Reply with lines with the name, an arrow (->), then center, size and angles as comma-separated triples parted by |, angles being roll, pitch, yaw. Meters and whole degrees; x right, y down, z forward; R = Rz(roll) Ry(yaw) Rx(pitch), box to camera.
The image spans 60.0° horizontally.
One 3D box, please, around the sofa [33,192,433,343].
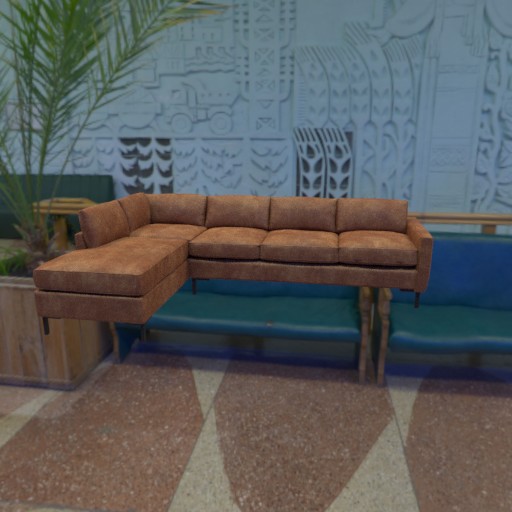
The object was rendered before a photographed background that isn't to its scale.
sofa -> 0.000, 0.000, 3.877 | 2.984, 0.877, 1.938 | 3, 15, 10
